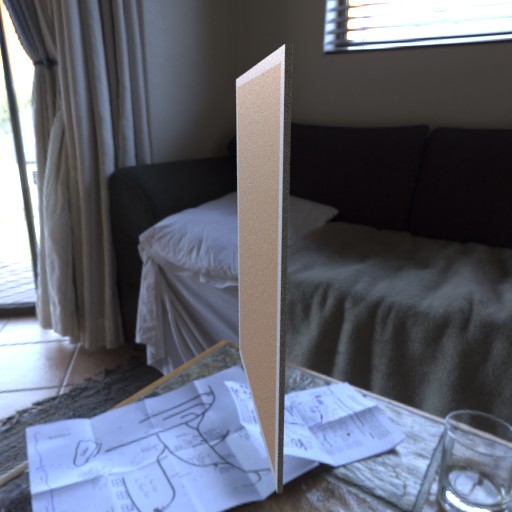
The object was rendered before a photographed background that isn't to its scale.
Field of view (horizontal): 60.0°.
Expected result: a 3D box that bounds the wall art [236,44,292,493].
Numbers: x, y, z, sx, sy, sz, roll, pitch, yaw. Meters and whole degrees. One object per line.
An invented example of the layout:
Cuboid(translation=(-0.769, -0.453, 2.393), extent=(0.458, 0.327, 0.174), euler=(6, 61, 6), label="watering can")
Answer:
Cuboid(translation=(0.000, 0.000, 1.191), extent=(0.013, 0.940, 0.659), euler=(-3, 17, -9), label="wall art")
